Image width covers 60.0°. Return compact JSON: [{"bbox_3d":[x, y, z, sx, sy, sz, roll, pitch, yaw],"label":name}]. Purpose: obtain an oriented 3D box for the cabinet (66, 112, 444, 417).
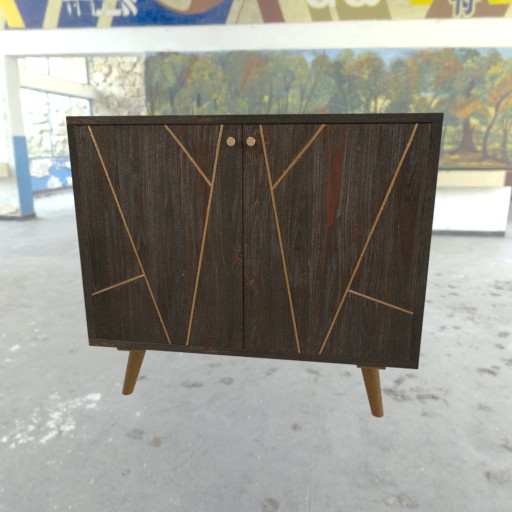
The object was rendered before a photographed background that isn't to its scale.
[{"bbox_3d":[0.000,0.000,1.517,1.023,0.897,0.529,2,15,8],"label":"cabinet"}]
